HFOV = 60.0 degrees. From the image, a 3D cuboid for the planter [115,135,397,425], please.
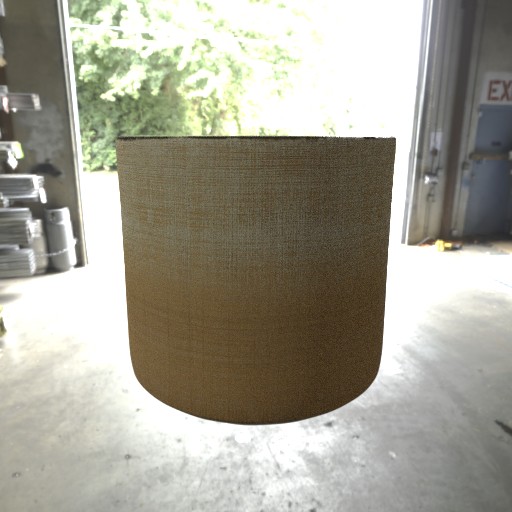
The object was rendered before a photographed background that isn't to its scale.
[{"bbox_3d":[0.000,0.000,0.382,0.221,0.201,0.221,0,15,0],"label":"planter"}]
